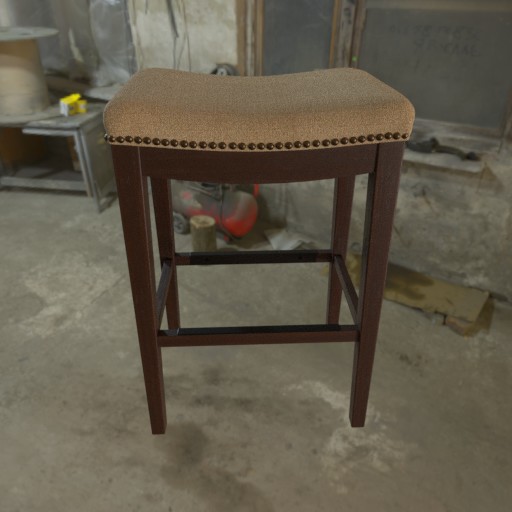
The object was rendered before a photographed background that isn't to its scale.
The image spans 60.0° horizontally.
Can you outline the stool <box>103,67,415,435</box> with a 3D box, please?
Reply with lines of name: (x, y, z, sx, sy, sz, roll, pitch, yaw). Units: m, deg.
stool: (0.000, 0.000, 1.013, 0.509, 0.768, 0.363, -1, 32, -2)
